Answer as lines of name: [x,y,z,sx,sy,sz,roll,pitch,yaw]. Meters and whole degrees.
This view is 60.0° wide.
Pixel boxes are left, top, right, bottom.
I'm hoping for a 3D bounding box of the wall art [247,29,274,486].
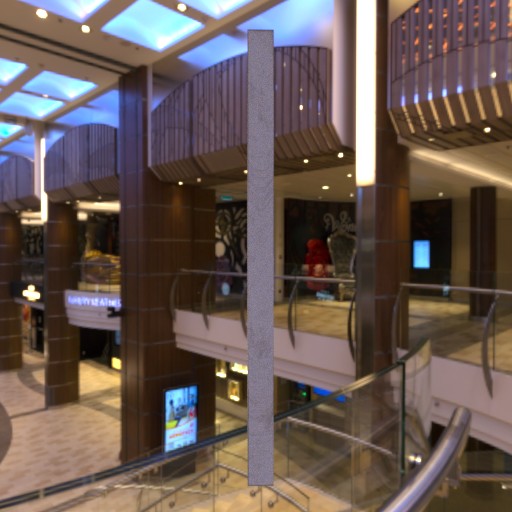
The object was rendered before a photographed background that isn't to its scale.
wall art: [0.000,0.000,0.745,0.029,0.506,0.508,0,1,-1]
